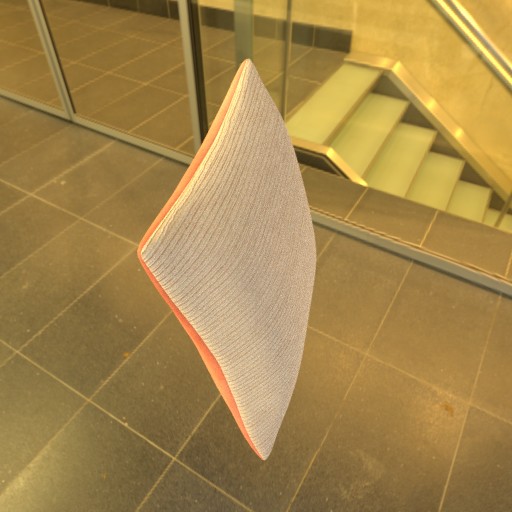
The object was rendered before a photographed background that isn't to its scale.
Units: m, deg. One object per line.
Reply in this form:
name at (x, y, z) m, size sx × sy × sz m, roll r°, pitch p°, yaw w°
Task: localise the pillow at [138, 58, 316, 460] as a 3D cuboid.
pillow at (0.000, 0.000, 0.650) m, size 0.177 × 0.401 × 0.424 m, roll 8°, pitch 46°, yaw 8°
